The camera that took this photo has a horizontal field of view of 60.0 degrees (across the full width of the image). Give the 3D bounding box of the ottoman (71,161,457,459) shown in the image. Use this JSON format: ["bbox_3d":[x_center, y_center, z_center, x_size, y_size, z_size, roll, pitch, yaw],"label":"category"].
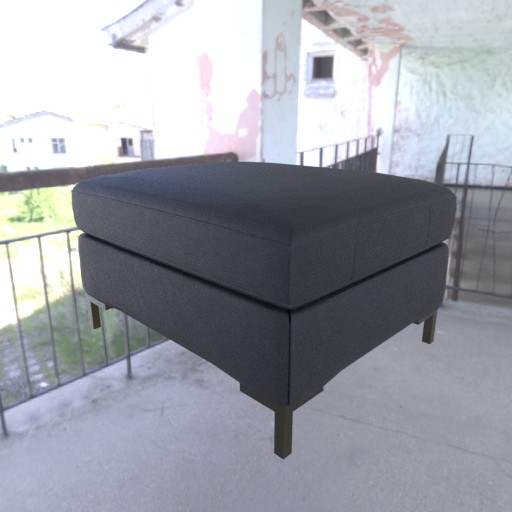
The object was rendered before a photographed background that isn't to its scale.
[{"bbox_3d":[0.000,0.000,1.787,1.187,0.696,0.967,16,23,42],"label":"ottoman"}]
